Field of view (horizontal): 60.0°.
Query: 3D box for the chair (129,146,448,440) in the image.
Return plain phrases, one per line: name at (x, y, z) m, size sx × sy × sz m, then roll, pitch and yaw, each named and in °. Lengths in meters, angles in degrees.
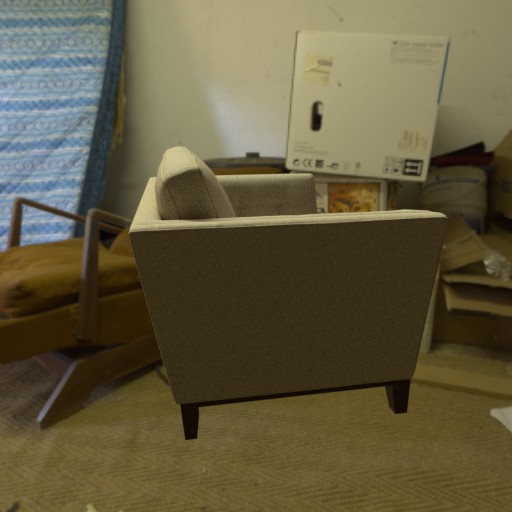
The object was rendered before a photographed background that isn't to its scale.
chair at (0.000, 0.000, 2.013) m, size 0.965 × 0.940 × 1.397 m, roll -3°, pitch 16°, yaw -10°
